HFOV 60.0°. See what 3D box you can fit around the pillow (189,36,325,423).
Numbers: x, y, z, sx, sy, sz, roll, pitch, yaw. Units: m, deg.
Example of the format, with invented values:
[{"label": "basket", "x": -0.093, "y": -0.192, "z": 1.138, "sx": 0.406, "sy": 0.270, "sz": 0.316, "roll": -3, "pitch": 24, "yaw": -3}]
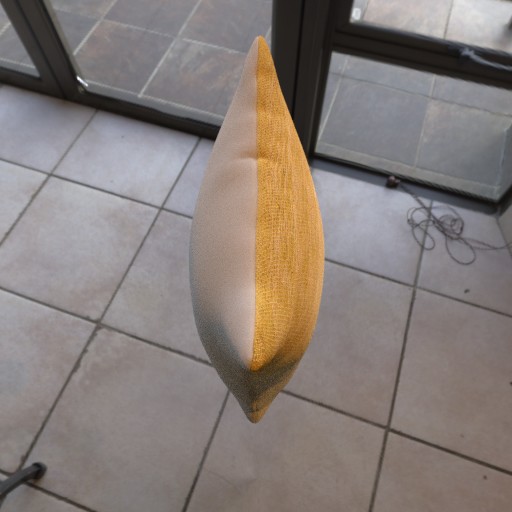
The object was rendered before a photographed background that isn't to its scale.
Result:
[{"label": "pillow", "x": 0.000, "y": 0.000, "z": 0.694, "sx": 0.211, "sy": 0.450, "sz": 0.450, "roll": 1, "pitch": 63, "yaw": 0}]
